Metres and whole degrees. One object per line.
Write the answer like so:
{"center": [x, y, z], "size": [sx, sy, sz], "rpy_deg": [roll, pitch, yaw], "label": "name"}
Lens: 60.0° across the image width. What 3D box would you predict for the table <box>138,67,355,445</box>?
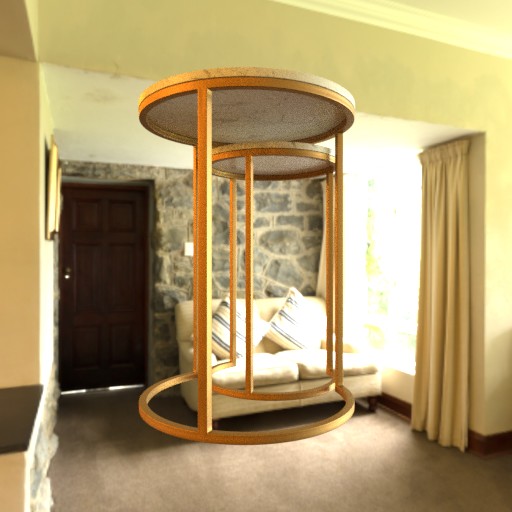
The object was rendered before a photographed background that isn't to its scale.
{"center": [0.000, 0.000, 0.894], "size": [0.400, 0.550, 0.507], "rpy_deg": [0, 0, 18], "label": "table"}
